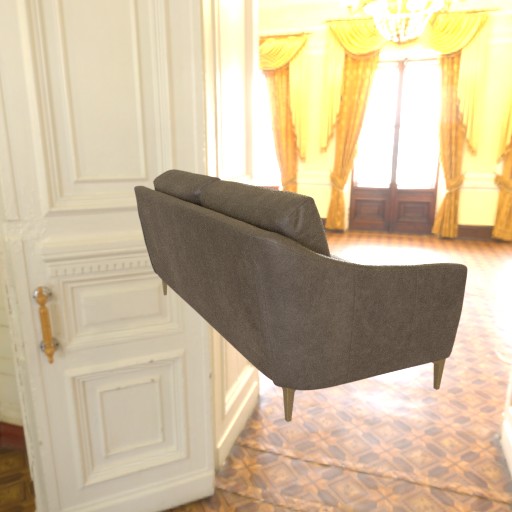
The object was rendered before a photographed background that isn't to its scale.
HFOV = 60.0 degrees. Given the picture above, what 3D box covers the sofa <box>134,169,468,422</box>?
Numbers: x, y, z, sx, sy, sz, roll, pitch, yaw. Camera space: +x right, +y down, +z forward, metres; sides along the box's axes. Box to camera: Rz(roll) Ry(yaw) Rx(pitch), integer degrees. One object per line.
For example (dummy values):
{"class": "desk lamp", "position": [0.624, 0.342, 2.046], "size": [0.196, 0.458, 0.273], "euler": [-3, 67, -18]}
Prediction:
{"class": "sofa", "position": [0.000, 0.000, 2.522], "size": [0.960, 0.902, 2.036], "euler": [-8, 17, -27]}
